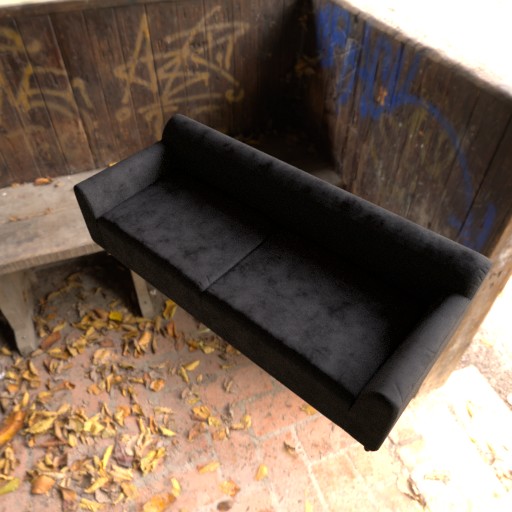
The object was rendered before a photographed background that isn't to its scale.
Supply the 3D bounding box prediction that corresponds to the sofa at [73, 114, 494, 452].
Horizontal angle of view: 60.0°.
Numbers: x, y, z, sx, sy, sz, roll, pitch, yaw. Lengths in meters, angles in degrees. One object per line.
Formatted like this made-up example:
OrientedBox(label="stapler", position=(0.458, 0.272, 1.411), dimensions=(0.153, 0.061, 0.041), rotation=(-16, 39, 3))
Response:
OrientedBox(label="sofa", position=(0.000, 0.000, 2.573), dimensions=(2.190, 0.740, 0.900), rotation=(31, 53, 27))
